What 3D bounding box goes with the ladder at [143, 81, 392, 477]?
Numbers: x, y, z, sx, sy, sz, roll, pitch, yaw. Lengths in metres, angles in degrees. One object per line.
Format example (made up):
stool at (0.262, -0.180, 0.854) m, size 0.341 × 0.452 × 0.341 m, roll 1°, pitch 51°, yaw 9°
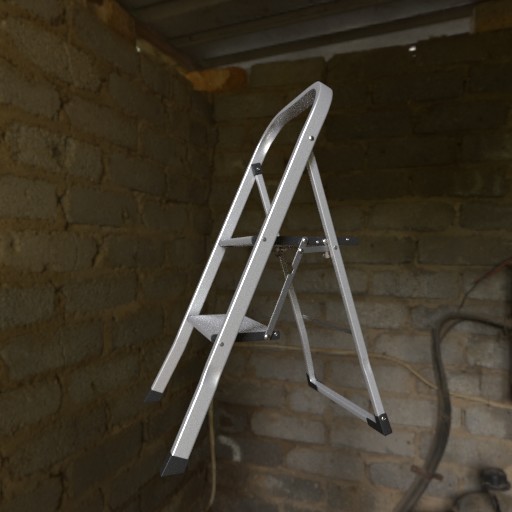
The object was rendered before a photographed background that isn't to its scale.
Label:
ladder at (0.000, 0.000, 1.135) m, size 0.530 × 0.830 × 0.465 m, roll 0°, pitch 0°, yaw -18°
